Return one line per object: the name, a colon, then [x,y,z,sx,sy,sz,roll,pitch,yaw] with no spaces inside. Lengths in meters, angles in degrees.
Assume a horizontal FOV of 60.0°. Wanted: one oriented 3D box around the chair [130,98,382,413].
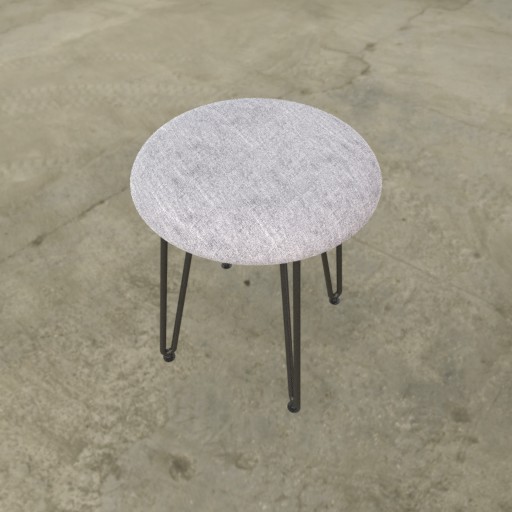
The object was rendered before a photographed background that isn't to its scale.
chair: [0.000,0.000,0.671,0.350,0.386,0.350,-17,50,-15]
